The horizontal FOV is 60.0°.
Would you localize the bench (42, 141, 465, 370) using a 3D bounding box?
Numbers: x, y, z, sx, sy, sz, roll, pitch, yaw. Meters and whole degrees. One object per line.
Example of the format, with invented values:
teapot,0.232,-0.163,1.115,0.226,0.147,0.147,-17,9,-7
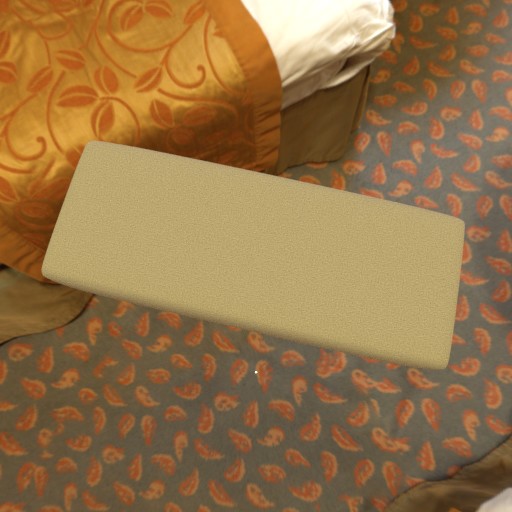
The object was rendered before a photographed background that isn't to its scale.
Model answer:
bench,0.000,0.000,1.919,1.609,0.393,0.646,13,76,3
